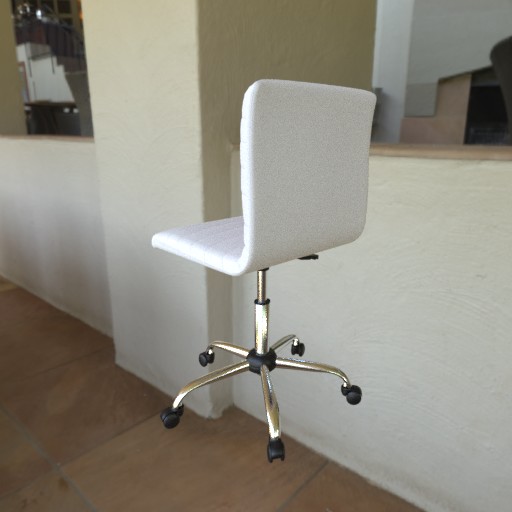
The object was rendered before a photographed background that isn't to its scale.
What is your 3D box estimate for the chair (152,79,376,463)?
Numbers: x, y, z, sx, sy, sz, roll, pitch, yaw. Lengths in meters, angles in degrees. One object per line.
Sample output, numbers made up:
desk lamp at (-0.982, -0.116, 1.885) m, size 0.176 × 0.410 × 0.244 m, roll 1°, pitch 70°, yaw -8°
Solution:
chair at (0.000, 0.000, 1.066) m, size 0.520 × 0.750 × 0.455 m, roll -15°, pitch 22°, yaw -42°
